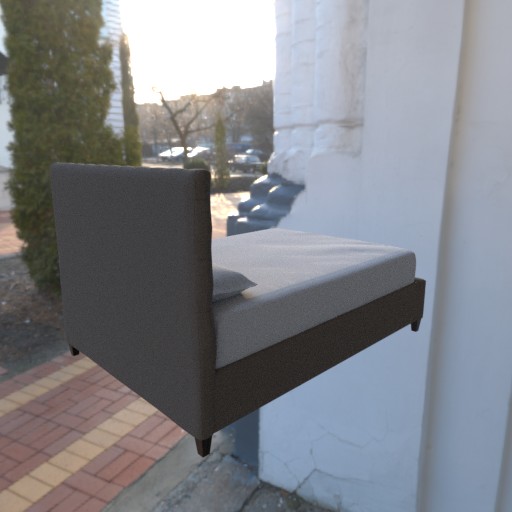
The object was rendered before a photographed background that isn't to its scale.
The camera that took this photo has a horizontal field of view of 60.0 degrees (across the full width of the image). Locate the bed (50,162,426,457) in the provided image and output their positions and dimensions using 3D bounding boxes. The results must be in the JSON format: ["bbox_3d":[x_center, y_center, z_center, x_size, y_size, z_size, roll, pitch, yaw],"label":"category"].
[{"bbox_3d":[0.000,0.000,3.426,2.387,1.427,1.698,-13,18,-43],"label":"bed"}]
